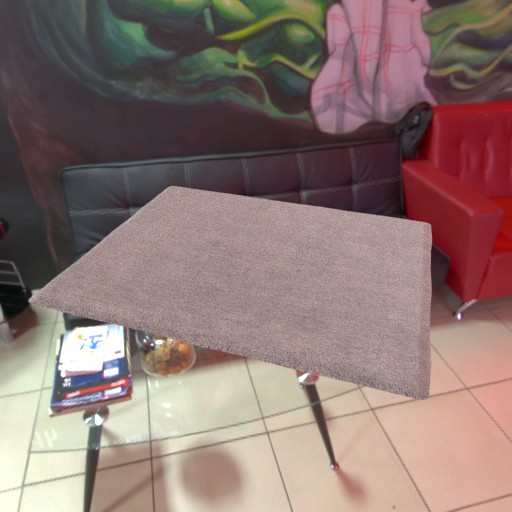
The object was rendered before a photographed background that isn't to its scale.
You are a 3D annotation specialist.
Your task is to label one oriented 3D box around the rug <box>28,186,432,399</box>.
[{"bbox_3d":[0.000,0.000,3.892,2.933,0.027,2.332,10,34,16],"label":"rug"}]
